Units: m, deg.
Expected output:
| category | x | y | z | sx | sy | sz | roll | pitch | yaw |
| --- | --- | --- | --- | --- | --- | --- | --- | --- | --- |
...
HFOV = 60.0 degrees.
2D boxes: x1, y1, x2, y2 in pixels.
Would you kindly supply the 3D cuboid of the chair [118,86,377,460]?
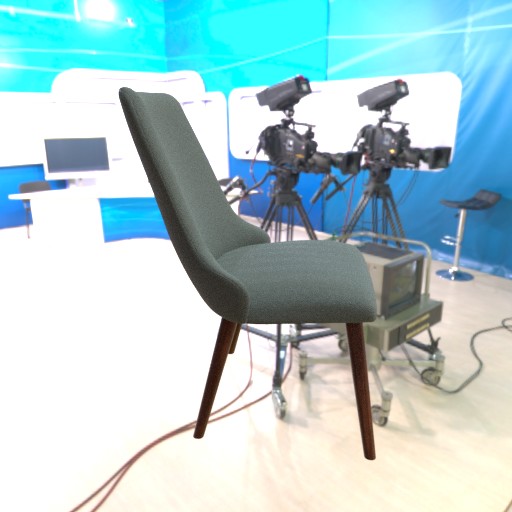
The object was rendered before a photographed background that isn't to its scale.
| category | x | y | z | sx | sy | sz | roll | pitch | yaw |
| --- | --- | --- | --- | --- | --- | --- | --- | --- | --- |
| chair | 0.000 | 0.000 | 1.299 | 0.707 | 0.918 | 0.535 | 3 | 18 | 8 |
